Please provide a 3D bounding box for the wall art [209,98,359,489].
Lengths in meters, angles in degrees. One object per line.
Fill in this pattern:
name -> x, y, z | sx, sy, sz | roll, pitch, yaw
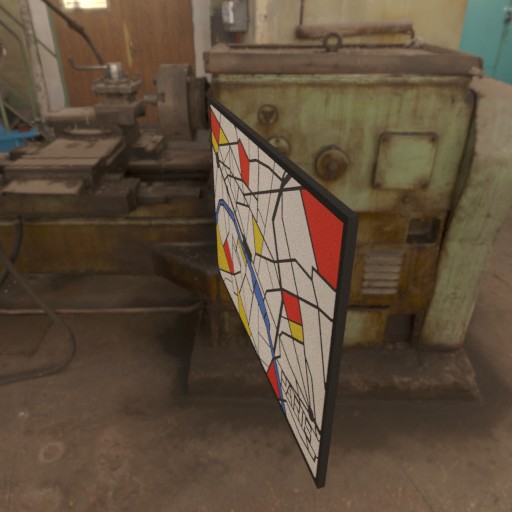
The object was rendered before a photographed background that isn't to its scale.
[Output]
wall art -> 0.000, 0.000, 0.842 | 0.013, 0.458, 0.664 | -9, 31, -15
